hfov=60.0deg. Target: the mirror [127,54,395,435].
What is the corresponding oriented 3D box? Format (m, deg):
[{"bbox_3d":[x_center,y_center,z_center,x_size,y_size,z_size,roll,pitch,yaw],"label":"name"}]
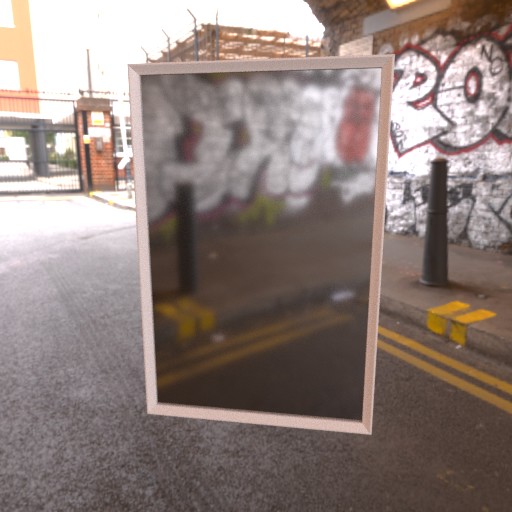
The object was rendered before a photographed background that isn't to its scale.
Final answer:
[{"bbox_3d":[0.000,0.000,1.113,0.609,0.915,0.041,2,12,9],"label":"mirror"}]
